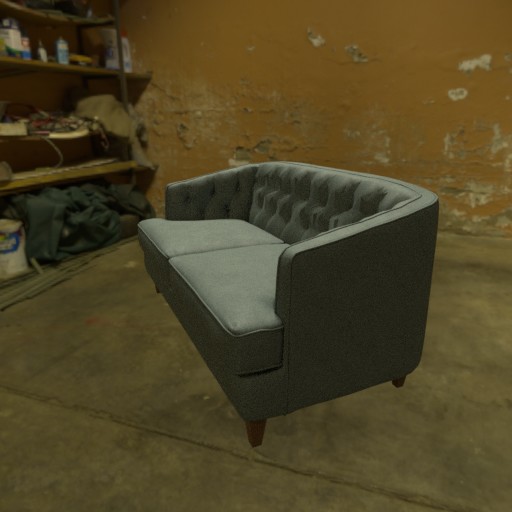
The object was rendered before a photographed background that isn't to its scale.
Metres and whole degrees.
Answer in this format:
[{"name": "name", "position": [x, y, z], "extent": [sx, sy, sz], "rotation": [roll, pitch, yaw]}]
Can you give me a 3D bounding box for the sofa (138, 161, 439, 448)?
[{"name": "sofa", "position": [0.000, 0.000, 2.265], "extent": [0.941, 0.855, 1.733], "rotation": [-7, 18, -23]}]
